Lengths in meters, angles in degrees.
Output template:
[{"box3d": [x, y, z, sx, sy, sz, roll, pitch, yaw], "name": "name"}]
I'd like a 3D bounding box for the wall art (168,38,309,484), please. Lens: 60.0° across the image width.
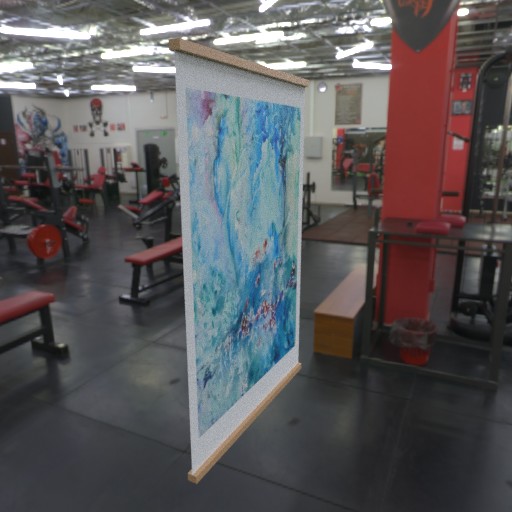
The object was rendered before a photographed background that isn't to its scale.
[{"box3d": [0.000, 0.000, 0.636, 0.013, 0.510, 0.335, 8, 16, 28], "name": "wall art"}]
